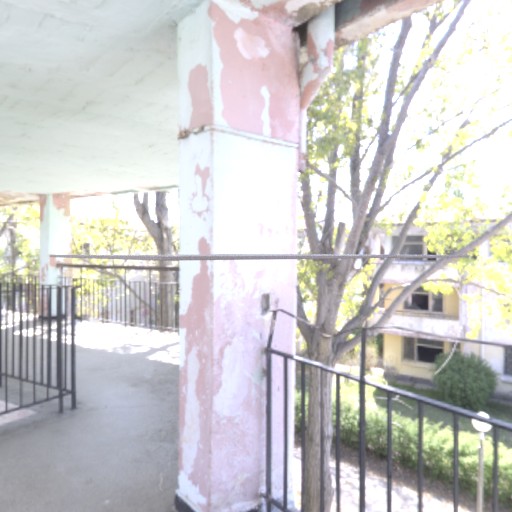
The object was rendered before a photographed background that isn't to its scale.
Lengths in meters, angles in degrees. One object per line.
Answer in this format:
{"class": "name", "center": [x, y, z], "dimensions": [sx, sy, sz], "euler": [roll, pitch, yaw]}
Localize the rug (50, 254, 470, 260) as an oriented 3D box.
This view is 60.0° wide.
{"class": "rug", "center": [0.000, 0.000, 4.055], "dimensions": [3.007, 0.032, 2.434], "euler": [0, 0, -37]}
